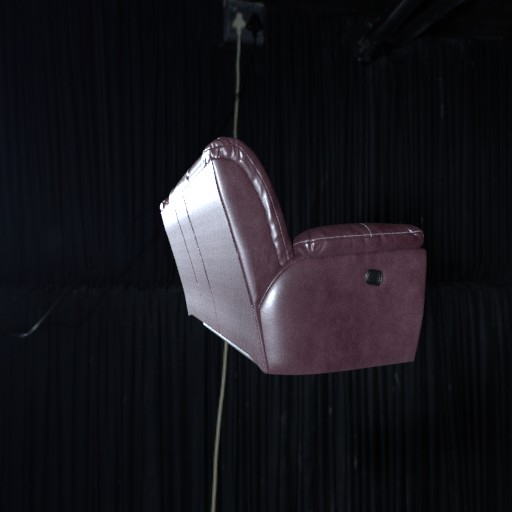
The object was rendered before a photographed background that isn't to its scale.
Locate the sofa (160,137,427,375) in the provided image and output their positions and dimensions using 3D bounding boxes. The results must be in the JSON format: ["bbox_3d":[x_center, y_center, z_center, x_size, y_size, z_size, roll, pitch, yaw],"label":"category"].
[{"bbox_3d":[0.000,0.000,2.727,0.991,1.043,2.058,0,-1,-18],"label":"sofa"}]
